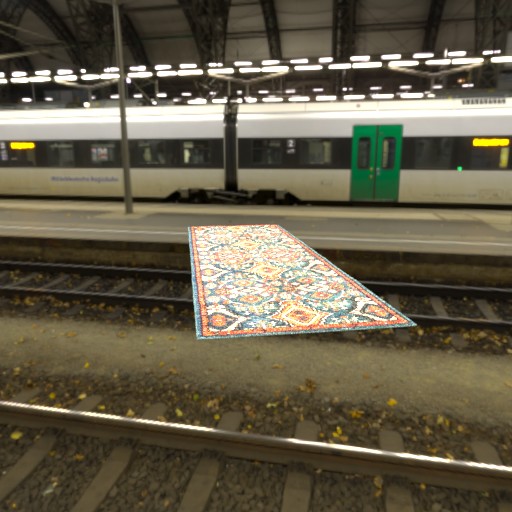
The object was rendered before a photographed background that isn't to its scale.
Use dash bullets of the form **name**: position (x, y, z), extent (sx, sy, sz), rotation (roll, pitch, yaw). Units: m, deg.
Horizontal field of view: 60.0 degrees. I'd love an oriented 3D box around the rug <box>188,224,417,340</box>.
- **rug**: position (0.000, 0.000, 2.727), extent (0.801, 0.010, 2.459), rotation (-2, 13, -9)
